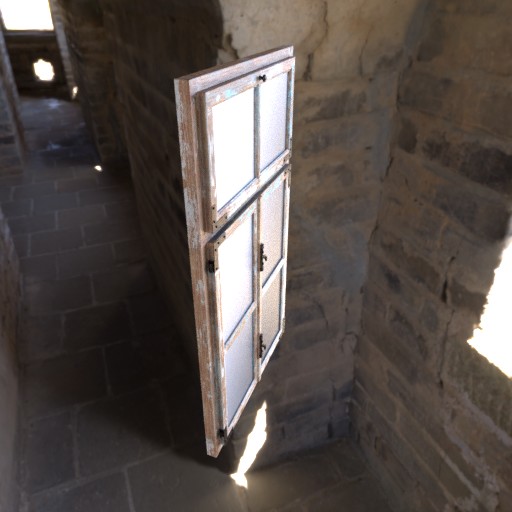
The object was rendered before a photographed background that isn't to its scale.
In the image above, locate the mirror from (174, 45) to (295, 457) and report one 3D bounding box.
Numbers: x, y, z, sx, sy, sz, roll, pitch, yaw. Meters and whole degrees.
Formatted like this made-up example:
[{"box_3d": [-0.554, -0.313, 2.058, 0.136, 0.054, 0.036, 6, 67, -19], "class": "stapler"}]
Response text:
[{"box_3d": [0.000, 0.000, 1.483, 0.083, 1.213, 0.707, 11, 33, 18], "class": "mirror"}]
